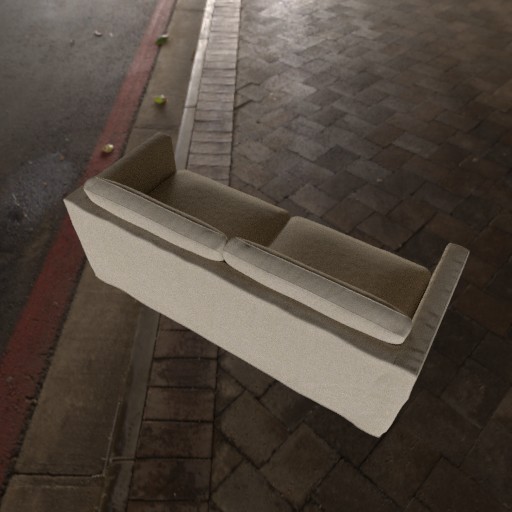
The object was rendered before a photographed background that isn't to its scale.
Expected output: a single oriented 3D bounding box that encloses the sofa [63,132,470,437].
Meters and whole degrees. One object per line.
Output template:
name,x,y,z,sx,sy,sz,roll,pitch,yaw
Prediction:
sofa,0.000,0.000,2.814,2.296,0.847,0.956,25,52,21
